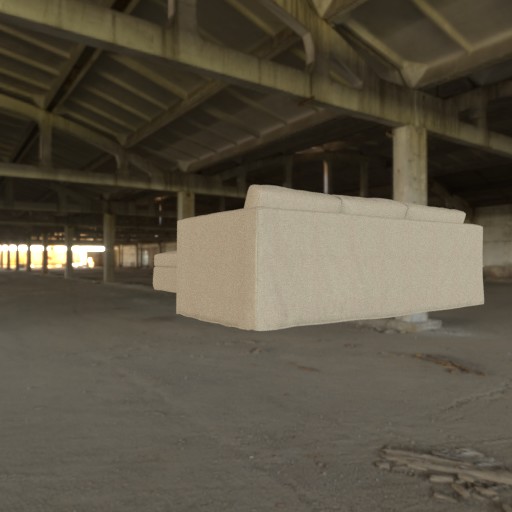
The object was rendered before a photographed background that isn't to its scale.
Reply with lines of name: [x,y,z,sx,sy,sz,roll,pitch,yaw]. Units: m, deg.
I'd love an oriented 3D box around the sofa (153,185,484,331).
sofa: [0.000,0.000,4.555,2.476,0.878,3.528,0,0,-35]
